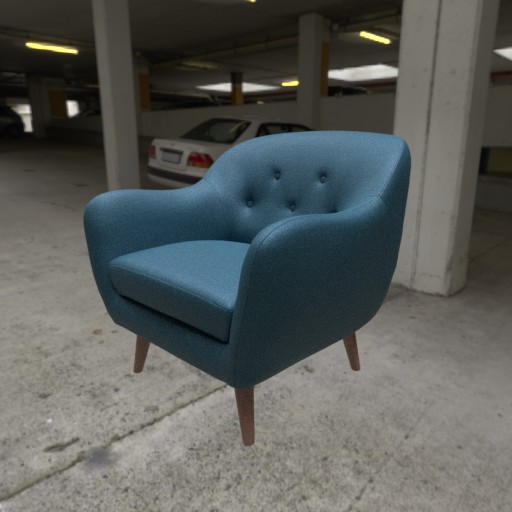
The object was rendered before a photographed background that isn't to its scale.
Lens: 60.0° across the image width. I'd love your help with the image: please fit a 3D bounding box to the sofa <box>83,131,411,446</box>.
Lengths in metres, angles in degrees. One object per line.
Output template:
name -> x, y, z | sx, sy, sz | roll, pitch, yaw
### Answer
sofa -> 0.000, 0.000, 1.490 | 0.836, 0.817, 0.825 | 14, 20, 42
